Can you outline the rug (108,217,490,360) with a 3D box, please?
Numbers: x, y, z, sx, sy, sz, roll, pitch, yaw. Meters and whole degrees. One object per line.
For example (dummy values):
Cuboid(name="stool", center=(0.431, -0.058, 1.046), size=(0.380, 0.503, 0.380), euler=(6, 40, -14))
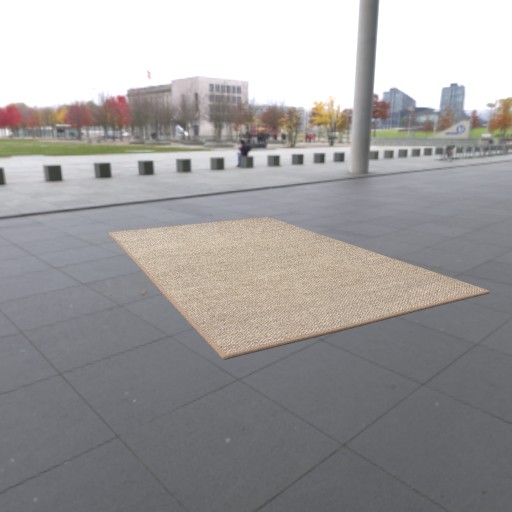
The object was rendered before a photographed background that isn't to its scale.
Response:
Cuboid(name="rug", center=(0.000, 0.000, 2.079), size=(1.061, 0.012, 1.668), euler=(-8, 17, -27))
